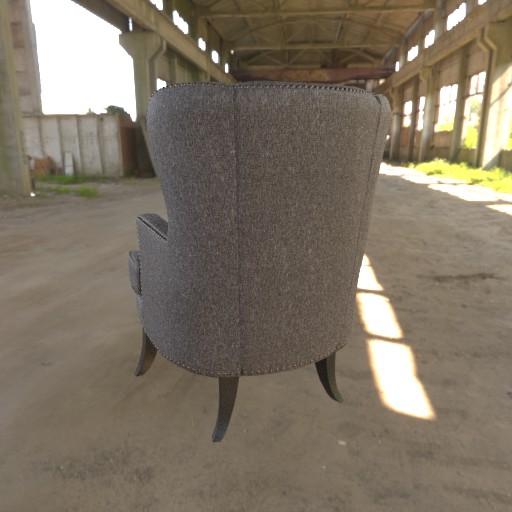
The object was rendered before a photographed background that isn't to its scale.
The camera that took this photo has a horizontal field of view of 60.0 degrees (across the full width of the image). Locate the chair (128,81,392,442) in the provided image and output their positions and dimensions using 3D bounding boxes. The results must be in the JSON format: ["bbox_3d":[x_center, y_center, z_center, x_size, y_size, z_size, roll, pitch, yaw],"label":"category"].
[{"bbox_3d":[0.000,0.000,1.544,0.759,1.060,0.758,-7,16,-26],"label":"chair"}]
